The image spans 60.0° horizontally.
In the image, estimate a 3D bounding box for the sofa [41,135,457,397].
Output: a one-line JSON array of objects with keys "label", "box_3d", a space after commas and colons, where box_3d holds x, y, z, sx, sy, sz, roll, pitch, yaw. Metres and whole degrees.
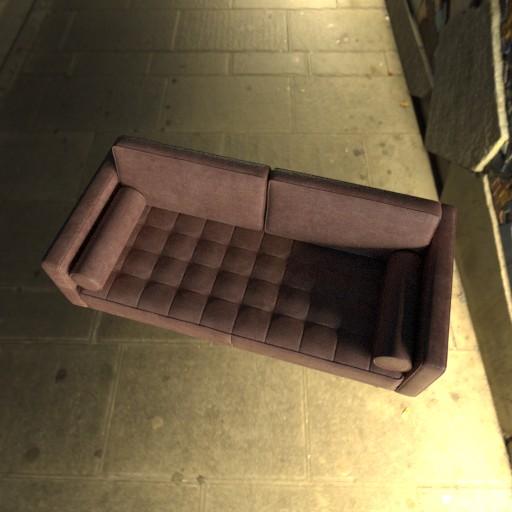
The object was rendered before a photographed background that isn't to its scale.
[{"label": "sofa", "box_3d": [0.000, 0.000, 2.292, 1.870, 0.760, 0.910, 14, 59, 8]}]
